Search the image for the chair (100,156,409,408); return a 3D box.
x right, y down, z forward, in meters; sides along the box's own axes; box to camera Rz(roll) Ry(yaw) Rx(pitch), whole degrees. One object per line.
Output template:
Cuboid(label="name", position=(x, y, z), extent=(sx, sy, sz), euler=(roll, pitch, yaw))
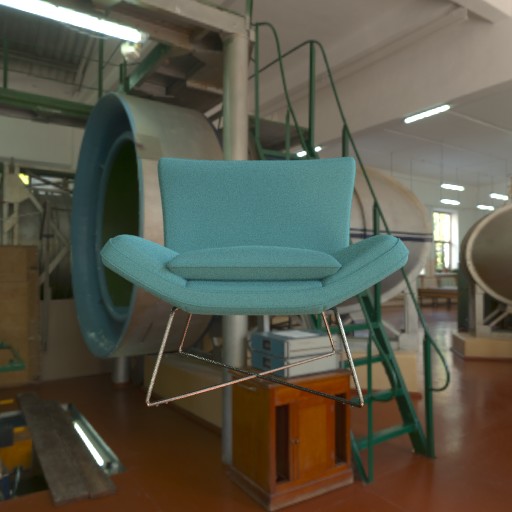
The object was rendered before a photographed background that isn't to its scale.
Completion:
Cuboid(label="chair", position=(0.000, 0.000, 1.679), extent=(0.859, 0.855, 1.008), euler=(0, -1, 1))
